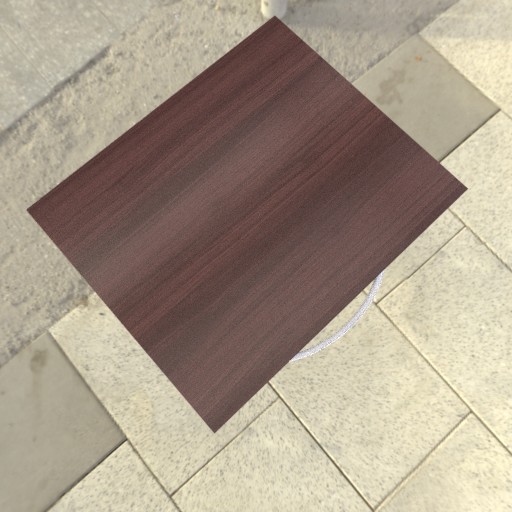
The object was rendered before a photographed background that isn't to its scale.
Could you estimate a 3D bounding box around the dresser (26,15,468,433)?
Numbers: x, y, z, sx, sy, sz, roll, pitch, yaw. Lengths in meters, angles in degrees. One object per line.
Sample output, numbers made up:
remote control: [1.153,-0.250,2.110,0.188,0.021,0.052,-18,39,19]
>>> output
dresser: [0.000,0.000,0.746,0.400,0.470,0.360,-42,80,-10]
